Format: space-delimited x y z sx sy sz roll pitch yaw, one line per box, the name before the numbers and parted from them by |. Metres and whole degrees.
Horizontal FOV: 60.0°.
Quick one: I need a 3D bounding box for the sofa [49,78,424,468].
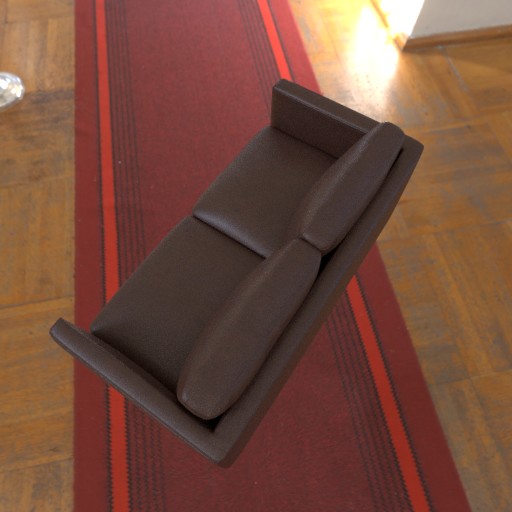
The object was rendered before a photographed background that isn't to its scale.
sofa | 0.000 0.000 2.377 0.951 0.933 1.883 31 67 15
